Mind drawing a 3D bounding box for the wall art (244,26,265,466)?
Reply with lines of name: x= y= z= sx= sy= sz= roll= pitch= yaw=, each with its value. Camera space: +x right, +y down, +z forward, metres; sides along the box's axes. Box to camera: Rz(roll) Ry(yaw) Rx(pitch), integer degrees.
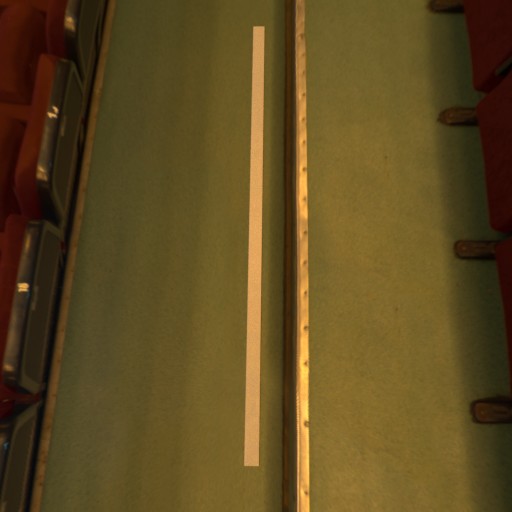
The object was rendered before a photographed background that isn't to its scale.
wall art: x=0.000 y=0.000 z=1.193 sx=0.027 sy=0.610 sz=0.932 roll=1 pitch=74 yaw=0
